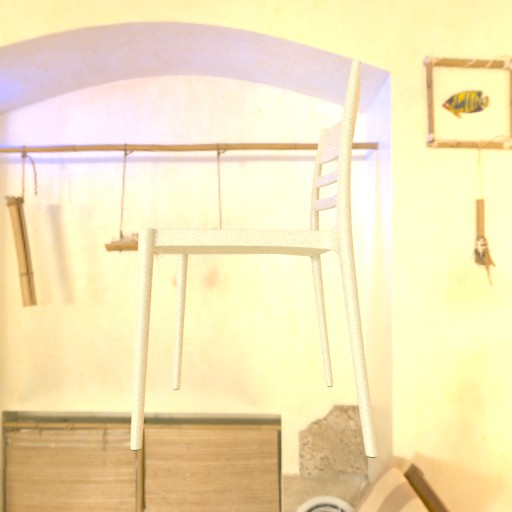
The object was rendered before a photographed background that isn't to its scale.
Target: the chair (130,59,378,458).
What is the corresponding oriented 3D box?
[{"bbox_3d":[0.000,0.000,1.137,0.511,0.800,0.531,0,-1,0],"label":"chair"}]
